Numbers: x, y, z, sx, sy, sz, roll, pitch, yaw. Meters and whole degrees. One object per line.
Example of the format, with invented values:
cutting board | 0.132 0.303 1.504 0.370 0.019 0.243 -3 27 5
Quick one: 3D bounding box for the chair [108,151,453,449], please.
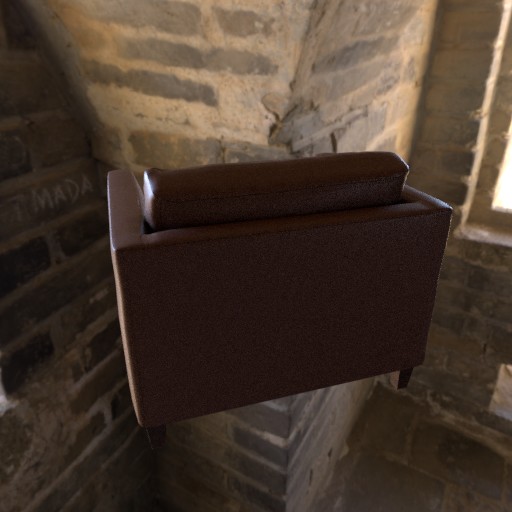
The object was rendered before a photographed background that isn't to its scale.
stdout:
chair | 0.000 0.000 1.825 1.107 0.917 0.959 -8 26 -16
